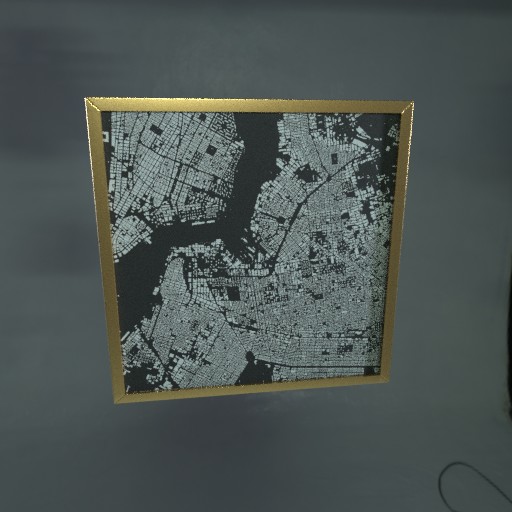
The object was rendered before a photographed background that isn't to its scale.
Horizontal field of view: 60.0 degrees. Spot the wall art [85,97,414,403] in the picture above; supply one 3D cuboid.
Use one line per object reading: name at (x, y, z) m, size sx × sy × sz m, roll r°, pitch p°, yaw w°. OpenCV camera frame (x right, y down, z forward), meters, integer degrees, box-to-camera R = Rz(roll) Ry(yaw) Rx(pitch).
wall art at (0.000, 0.000, 0.458) m, size 0.305 × 0.305 × 0.023 m, roll -2°, pitch 15°, yaw -8°
